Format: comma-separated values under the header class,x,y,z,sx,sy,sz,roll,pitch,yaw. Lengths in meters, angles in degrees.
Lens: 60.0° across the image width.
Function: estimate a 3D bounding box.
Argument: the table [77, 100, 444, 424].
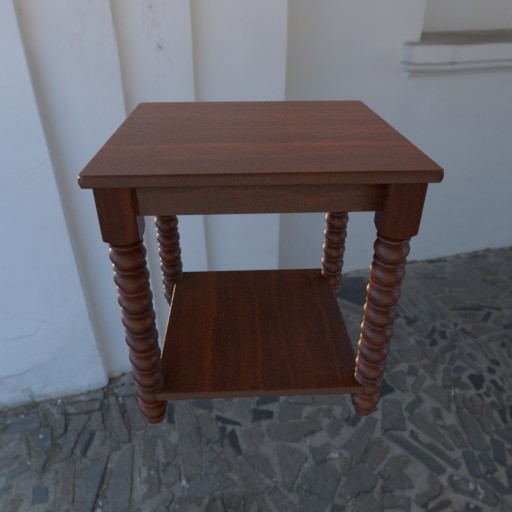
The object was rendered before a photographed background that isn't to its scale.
class,x,y,z,sx,sy,sz,roll,pitch,yaw
table,0.000,0.000,0.990,0.533,0.567,0.500,-1,31,-2
